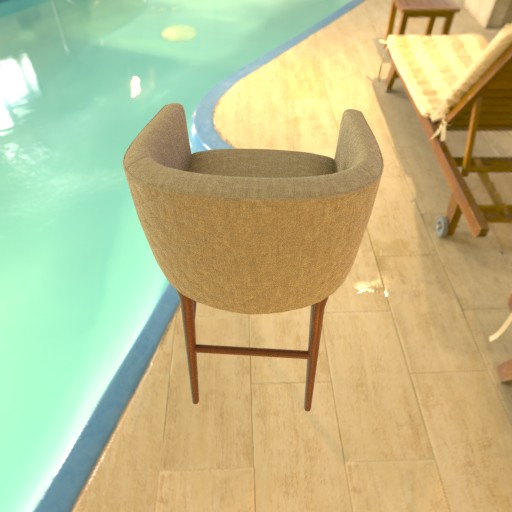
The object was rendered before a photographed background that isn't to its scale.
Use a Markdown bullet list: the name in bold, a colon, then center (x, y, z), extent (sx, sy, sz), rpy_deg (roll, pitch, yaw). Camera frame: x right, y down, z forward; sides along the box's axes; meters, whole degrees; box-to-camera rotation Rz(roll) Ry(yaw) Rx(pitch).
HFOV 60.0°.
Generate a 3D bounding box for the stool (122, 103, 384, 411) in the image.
- **stool**: center (0.000, 0.000, 1.290), extent (0.559, 0.952, 0.635), rpy_deg (3, 47, 3)
